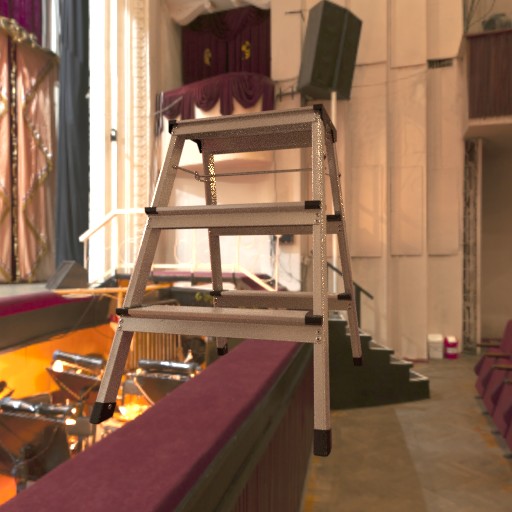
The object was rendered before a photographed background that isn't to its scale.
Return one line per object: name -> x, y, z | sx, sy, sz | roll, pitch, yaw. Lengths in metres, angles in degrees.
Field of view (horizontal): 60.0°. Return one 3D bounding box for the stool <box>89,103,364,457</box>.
stool -> 0.000, 0.000, 1.028 | 0.437, 0.605, 0.622 | 0, 0, 18
